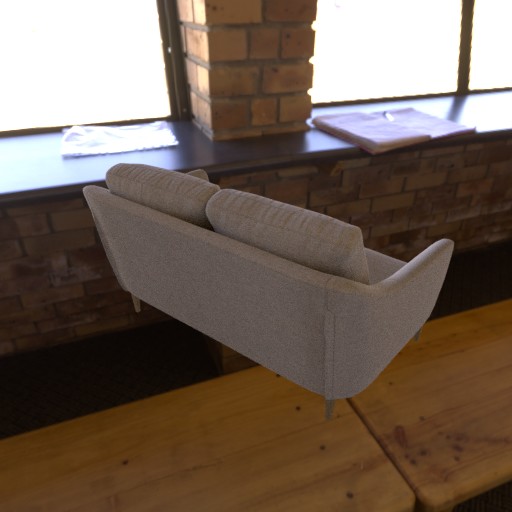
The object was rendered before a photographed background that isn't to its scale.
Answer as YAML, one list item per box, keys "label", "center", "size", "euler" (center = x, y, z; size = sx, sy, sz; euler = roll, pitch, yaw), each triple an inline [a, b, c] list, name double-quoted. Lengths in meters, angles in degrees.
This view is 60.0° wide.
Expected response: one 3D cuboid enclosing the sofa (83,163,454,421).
- label: "sofa"
  center: [0.000, 0.000, 2.225]
  size: [1.619, 0.904, 0.960]
  euler: [21, 37, 31]
